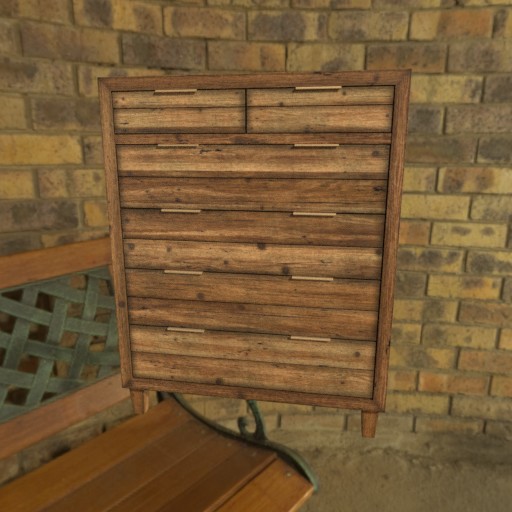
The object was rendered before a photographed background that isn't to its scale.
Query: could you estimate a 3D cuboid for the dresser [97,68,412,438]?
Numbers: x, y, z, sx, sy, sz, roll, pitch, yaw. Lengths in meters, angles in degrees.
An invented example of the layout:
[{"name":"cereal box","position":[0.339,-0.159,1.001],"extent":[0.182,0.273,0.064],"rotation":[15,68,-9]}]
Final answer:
[{"name":"dresser","position":[0.000,0.000,1.843],"extent":[1.067,1.359,0.438],"rotation":[2,14,9]}]
